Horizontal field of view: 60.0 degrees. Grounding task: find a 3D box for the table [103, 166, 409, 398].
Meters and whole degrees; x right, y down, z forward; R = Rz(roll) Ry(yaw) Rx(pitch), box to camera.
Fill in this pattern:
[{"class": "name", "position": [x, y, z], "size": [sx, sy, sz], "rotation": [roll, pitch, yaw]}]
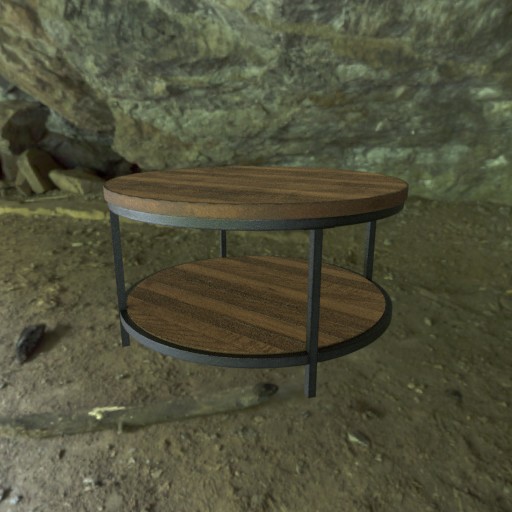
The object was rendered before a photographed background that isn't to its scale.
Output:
[{"class": "table", "position": [0.000, 0.000, 1.344], "size": [0.837, 0.462, 0.837], "rotation": [0, 16, 0]}]
